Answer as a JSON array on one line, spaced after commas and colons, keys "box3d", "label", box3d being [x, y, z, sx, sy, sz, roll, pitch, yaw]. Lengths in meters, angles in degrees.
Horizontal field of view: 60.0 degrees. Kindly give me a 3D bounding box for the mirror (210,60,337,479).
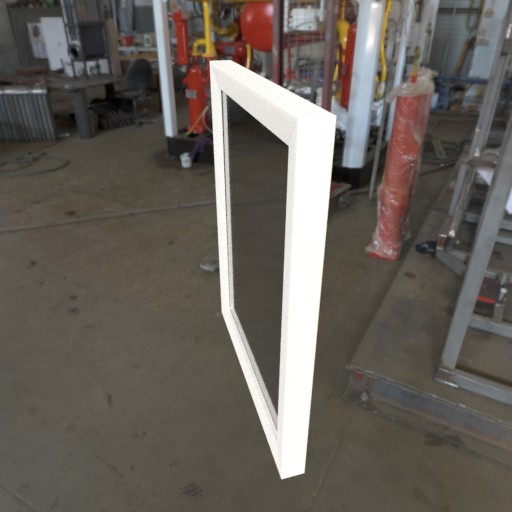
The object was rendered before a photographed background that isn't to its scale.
[{"box3d": [0.000, 0.000, 0.680, 0.041, 0.508, 0.405, -8, 31, -14], "label": "mirror"}]
